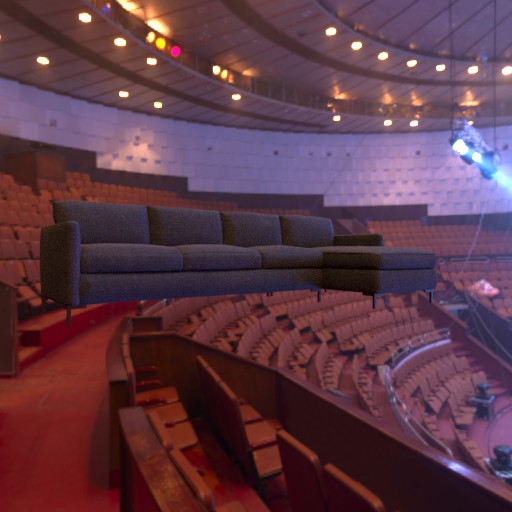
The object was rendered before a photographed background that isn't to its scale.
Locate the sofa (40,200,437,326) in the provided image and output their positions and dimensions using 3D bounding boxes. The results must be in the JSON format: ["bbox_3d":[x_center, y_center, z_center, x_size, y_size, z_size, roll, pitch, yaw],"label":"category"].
[{"bbox_3d":[0.000,0.000,3.496,2.932,0.810,1.350,0,0,-36],"label":"sofa"}]
